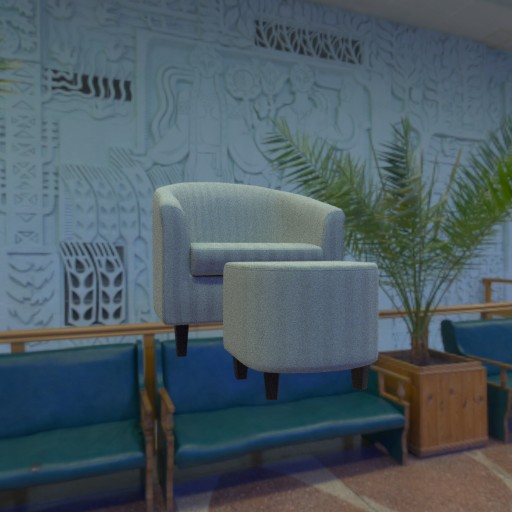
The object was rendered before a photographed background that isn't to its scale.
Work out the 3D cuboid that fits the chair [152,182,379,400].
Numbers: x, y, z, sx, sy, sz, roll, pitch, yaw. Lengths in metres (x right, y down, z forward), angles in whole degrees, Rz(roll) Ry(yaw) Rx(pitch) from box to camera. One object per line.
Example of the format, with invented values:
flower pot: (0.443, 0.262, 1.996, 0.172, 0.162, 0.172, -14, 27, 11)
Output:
chair: (0.000, 0.000, 1.750, 0.756, 0.757, 1.288, 0, 1, -19)
